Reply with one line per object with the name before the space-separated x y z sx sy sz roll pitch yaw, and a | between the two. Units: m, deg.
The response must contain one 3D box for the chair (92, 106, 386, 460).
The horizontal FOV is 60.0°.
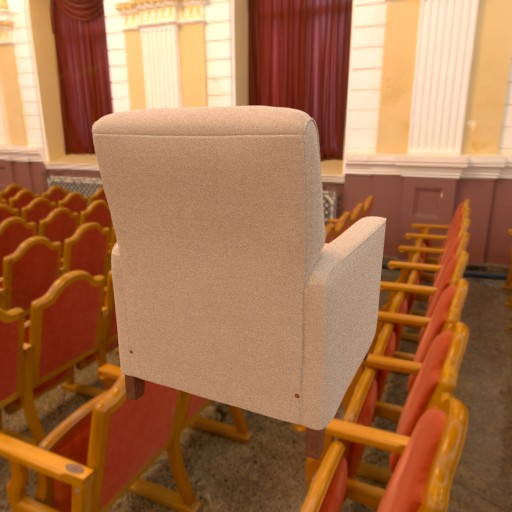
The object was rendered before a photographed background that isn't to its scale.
chair | 0.000 0.000 1.653 0.841 1.023 0.858 7 17 24
